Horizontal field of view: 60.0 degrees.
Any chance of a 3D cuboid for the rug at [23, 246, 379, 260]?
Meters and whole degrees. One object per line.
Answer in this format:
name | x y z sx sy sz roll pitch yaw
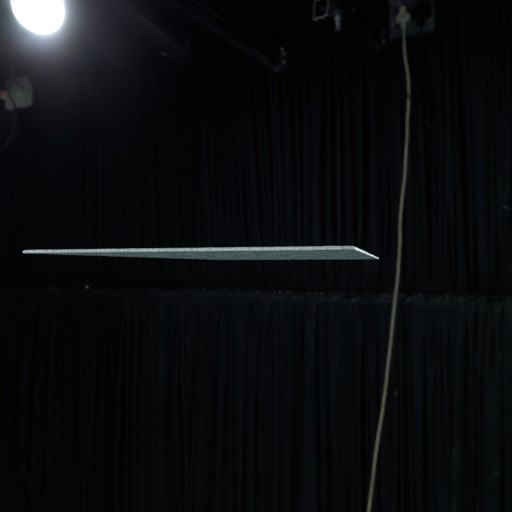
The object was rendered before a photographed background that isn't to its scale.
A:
rug | 0.000 0.000 3.011 1.528 0.015 2.443 0 -1 17
